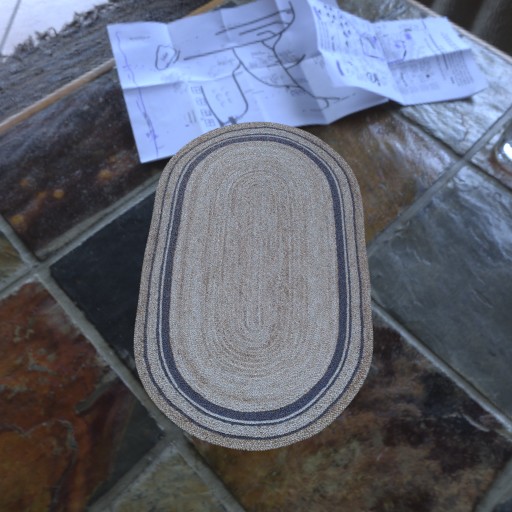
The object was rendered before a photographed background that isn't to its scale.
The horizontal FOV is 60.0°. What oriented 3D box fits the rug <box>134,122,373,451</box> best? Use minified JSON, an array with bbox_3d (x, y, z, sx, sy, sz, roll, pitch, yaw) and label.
[{"bbox_3d":[0.000,0.000,3.019,1.520,0.006,2.432,2,63,1],"label":"rug"}]
